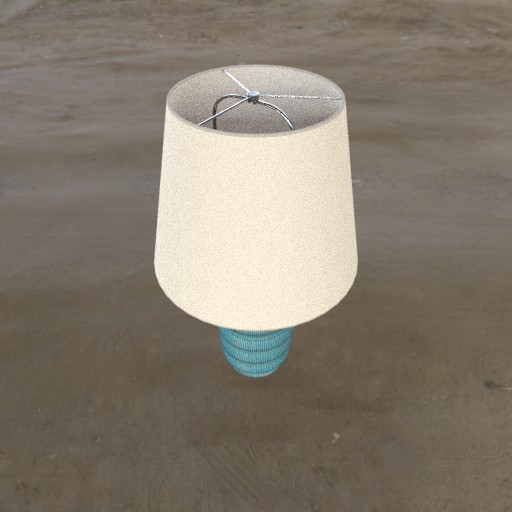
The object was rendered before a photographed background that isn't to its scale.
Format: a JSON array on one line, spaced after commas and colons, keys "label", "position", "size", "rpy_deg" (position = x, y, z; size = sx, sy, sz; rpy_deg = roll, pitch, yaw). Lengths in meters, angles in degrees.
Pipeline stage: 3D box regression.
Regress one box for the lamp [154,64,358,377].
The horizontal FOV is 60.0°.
[{"label": "lamp", "position": [0.000, 0.000, 0.790], "size": [0.355, 0.582, 0.355], "rpy_deg": [0, 41, 0]}]
